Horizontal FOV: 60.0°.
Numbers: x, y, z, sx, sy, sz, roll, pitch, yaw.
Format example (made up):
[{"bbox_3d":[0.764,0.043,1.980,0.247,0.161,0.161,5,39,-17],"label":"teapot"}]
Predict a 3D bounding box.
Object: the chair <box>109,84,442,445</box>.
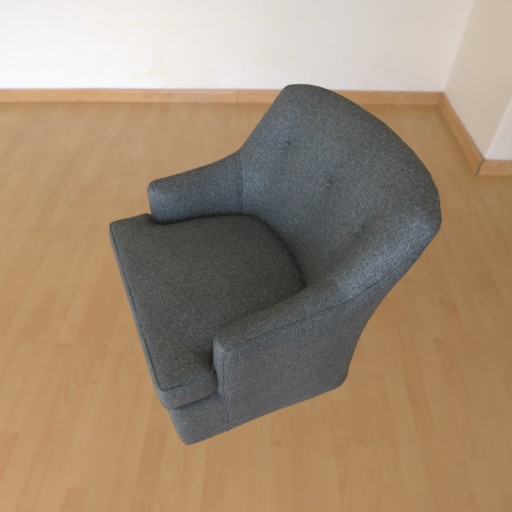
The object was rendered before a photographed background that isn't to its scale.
[{"bbox_3d":[0.000,0.000,1.571,0.923,0.856,0.864,-17,49,-16],"label":"chair"}]
